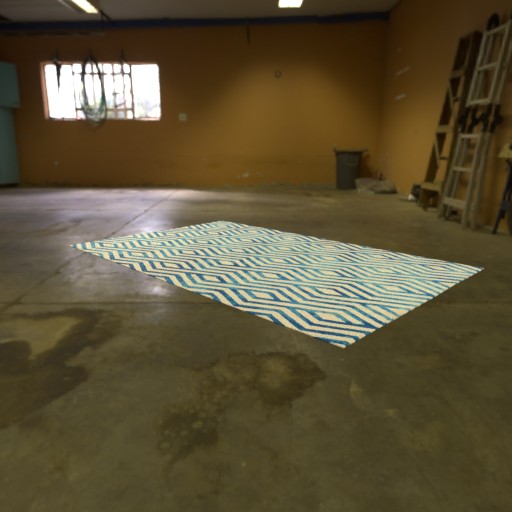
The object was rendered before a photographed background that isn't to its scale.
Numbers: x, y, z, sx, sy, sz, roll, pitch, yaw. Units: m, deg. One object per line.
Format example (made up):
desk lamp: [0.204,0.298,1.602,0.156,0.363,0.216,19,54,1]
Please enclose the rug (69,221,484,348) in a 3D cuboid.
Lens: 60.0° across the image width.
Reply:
rug: [0.000,0.000,3.029,2.439,0.008,1.531,14,20,43]
